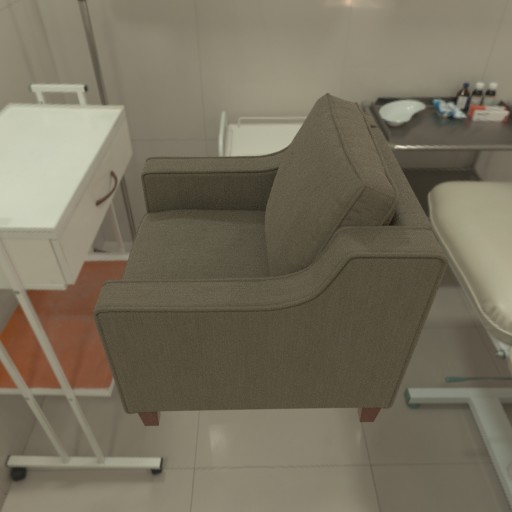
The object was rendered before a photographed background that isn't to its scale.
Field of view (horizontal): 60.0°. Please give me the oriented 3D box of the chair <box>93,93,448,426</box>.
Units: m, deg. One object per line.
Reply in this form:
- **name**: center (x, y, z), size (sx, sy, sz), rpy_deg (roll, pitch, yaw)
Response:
- **chair**: center (0.000, 0.000, 1.576), size (0.909, 0.960, 0.831), rpy_deg (-1, 41, -1)
